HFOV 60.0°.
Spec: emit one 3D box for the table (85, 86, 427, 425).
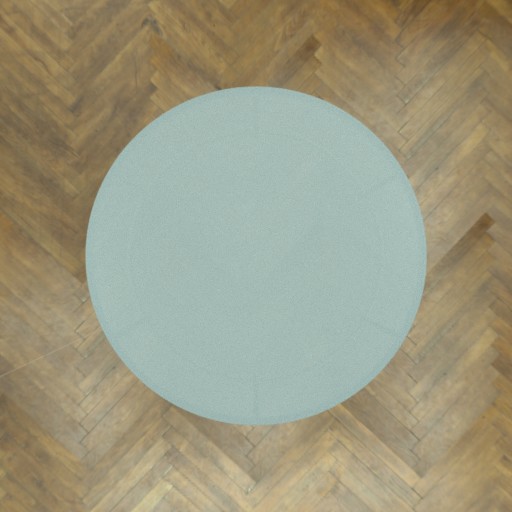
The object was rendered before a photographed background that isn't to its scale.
[{"bbox_3d":[0.000,0.000,1.422,0.914,0.470,0.914,0,90,0],"label":"table"}]
